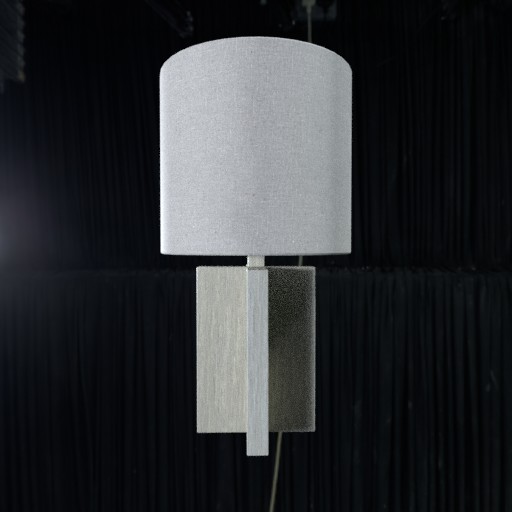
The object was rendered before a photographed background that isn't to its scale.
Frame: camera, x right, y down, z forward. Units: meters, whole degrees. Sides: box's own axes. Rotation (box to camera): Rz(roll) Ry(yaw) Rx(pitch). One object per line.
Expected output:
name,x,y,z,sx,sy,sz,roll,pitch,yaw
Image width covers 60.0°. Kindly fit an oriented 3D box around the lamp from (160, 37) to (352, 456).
lamp,0.000,0.000,0.545,0.229,0.428,0.229,0,1,-1
